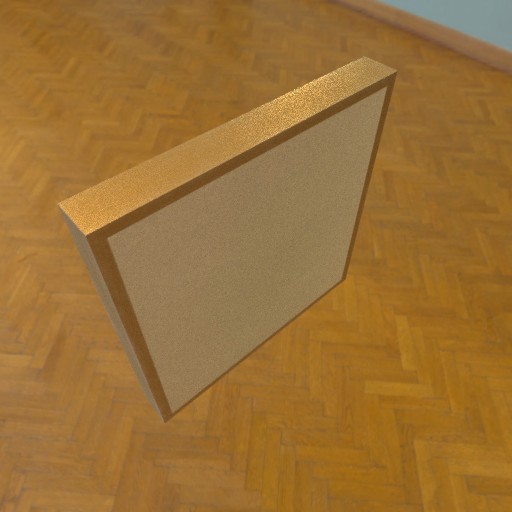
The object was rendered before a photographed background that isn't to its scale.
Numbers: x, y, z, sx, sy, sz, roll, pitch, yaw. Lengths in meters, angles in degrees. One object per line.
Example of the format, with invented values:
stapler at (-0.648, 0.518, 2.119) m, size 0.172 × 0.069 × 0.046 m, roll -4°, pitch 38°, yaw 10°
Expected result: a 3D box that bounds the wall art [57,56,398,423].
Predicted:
wall art at (0.000, 0.000, 0.455) m, size 0.306 × 0.305 × 0.038 m, roll -34°, pitch 57°, yaw -26°
